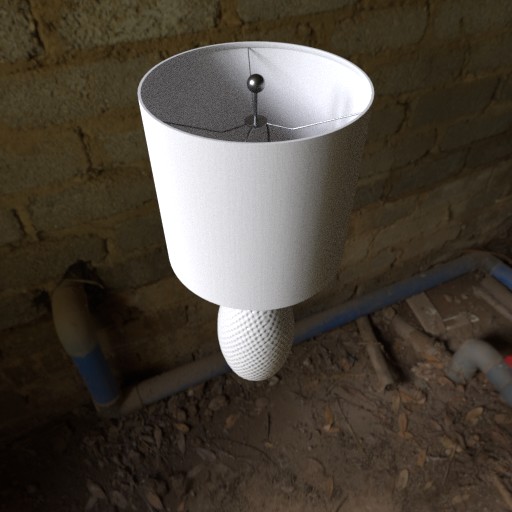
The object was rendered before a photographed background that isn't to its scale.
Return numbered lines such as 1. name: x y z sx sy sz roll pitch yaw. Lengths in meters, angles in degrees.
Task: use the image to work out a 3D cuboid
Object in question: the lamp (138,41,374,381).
1. lamp: 0.000 0.000 0.567 0.214 0.466 0.214 18 48 18
